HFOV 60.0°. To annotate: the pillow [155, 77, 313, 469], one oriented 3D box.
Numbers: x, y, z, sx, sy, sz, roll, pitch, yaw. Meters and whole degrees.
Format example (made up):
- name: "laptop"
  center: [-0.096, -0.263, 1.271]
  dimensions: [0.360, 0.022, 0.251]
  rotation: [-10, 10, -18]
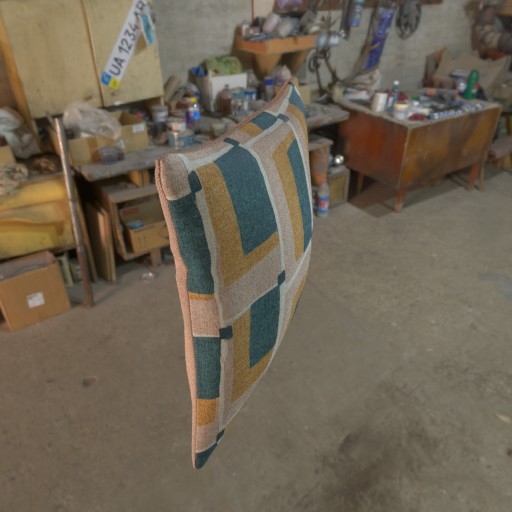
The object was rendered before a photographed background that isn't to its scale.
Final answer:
- name: "pillow"
  center: [0.000, 0.000, 0.724]
  dimensions: [0.158, 0.479, 0.478]
  rotation: [11, 33, 17]
